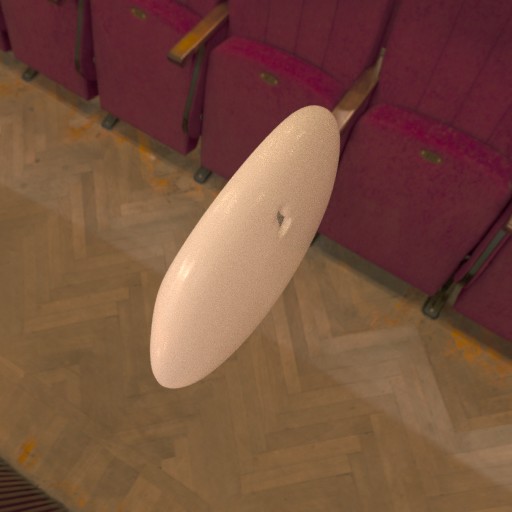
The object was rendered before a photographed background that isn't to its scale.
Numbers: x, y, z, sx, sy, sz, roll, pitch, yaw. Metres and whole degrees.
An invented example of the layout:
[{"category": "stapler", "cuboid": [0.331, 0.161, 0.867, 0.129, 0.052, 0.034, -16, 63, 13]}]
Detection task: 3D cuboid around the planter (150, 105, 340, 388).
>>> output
[{"category": "planter", "cuboid": [0.000, 0.000, 0.273, 0.043, 0.188, 0.185, 32, 68, 14]}]
